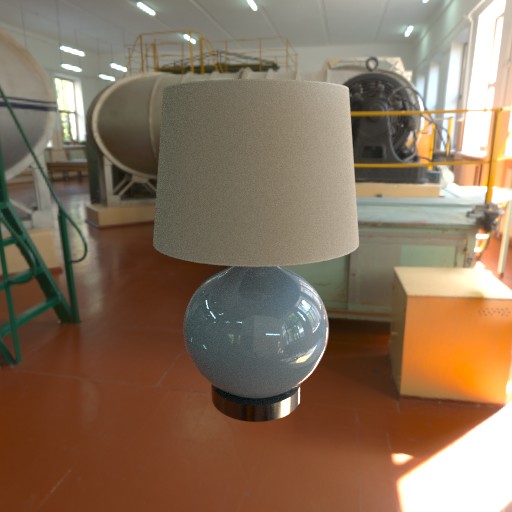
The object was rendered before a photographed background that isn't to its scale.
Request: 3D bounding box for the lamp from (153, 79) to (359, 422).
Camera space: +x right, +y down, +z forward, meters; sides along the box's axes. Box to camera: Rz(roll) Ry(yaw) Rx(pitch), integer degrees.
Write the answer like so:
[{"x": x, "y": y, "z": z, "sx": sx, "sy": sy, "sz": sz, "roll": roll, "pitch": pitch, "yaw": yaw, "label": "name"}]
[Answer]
[{"x": 0.000, "y": 0.000, "z": 0.549, "sx": 0.247, "sy": 0.387, "sz": 0.247, "roll": 0, "pitch": 15, "yaw": 0, "label": "lamp"}]
